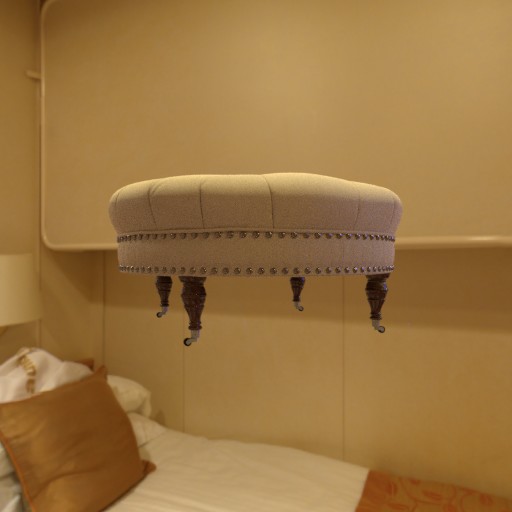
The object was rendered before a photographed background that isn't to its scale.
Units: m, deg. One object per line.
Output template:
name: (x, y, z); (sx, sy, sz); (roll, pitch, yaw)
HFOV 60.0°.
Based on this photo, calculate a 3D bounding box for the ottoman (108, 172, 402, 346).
ottoman: (0.000, 0.000, 1.426); (0.901, 0.439, 0.901); (0, 0, 0)
